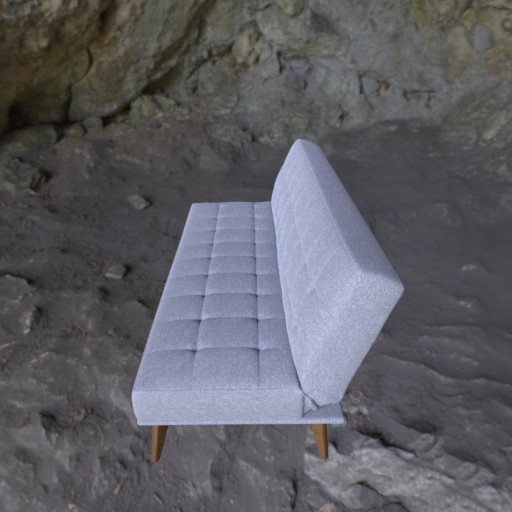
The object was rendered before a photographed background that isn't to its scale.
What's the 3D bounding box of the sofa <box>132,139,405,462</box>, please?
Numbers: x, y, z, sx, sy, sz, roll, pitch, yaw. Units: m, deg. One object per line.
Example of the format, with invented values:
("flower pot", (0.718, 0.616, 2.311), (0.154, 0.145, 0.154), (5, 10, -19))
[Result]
("sofa", (0.000, 0.000, 2.236), (0.860, 0.810, 1.800), (0, 27, -1))
